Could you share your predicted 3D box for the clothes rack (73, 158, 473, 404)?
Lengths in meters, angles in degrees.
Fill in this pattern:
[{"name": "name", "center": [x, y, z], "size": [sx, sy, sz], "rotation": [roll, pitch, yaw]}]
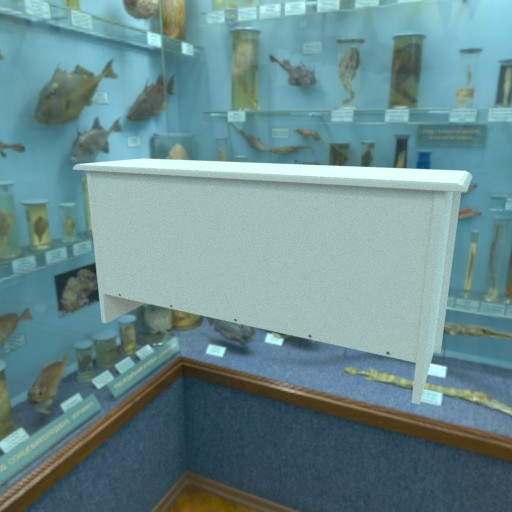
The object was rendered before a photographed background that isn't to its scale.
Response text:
[{"name": "clothes rack", "center": [0.000, 0.000, 1.347], "size": [1.120, 0.531, 0.324], "rotation": [8, 18, 26]}]
